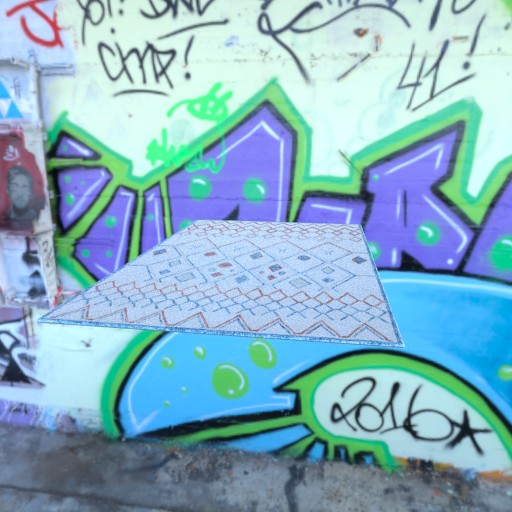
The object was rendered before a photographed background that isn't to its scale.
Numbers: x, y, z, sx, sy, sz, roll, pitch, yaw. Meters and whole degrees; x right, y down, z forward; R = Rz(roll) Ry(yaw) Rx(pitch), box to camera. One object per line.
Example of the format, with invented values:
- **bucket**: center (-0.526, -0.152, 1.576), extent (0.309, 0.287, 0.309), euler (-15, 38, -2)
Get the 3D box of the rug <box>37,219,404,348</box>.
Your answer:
- **rug**: center (0.000, 0.000, 2.946), extent (1.524, 0.015, 2.438), euler (2, 15, 9)
